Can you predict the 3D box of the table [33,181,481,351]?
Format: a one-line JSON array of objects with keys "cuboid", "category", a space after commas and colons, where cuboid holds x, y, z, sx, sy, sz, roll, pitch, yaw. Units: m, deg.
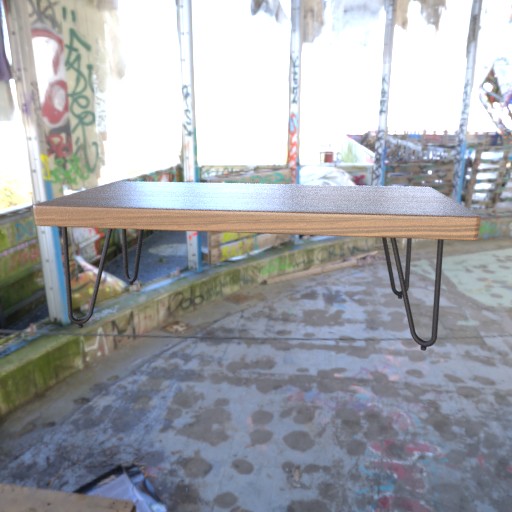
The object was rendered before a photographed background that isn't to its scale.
[{"cuboid": [0.000, 0.000, 1.695, 1.375, 0.468, 0.637, 2, 17, 8], "category": "table"}]
